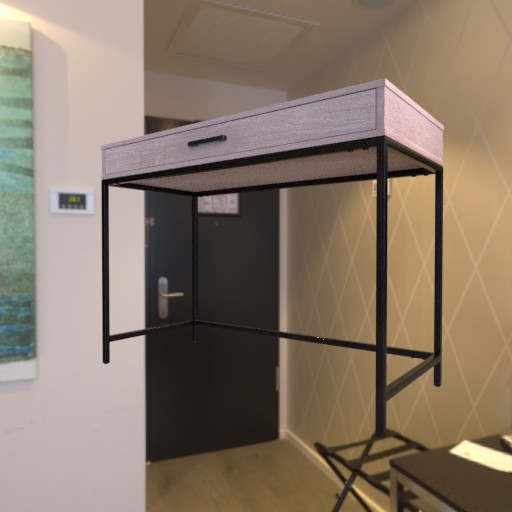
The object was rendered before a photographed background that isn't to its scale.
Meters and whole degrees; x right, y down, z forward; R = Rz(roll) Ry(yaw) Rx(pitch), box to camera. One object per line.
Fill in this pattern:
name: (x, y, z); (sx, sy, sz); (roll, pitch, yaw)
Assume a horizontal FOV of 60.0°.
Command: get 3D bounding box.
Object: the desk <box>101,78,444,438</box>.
desk: (0.000, 0.000, 1.417); (1.016, 0.762, 0.470); (1, 1, 37)
